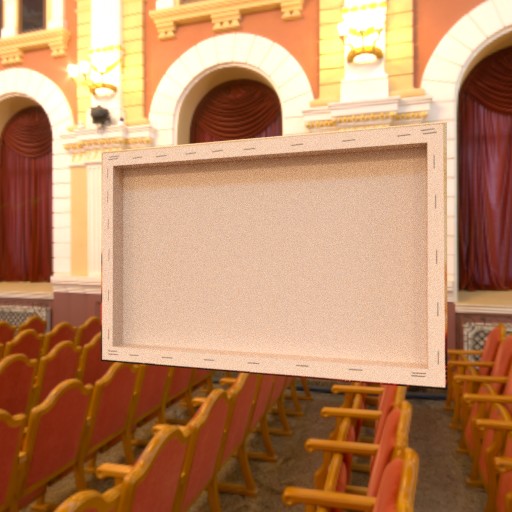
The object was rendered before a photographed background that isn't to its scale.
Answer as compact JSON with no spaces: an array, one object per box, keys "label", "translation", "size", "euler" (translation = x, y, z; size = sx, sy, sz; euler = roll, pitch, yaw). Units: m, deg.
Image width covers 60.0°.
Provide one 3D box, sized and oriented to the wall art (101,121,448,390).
[{"label":"wall art","translation":[0.000,0.000,0.775],"size":[0.613,0.402,0.040],"euler":[0,0,18]}]
